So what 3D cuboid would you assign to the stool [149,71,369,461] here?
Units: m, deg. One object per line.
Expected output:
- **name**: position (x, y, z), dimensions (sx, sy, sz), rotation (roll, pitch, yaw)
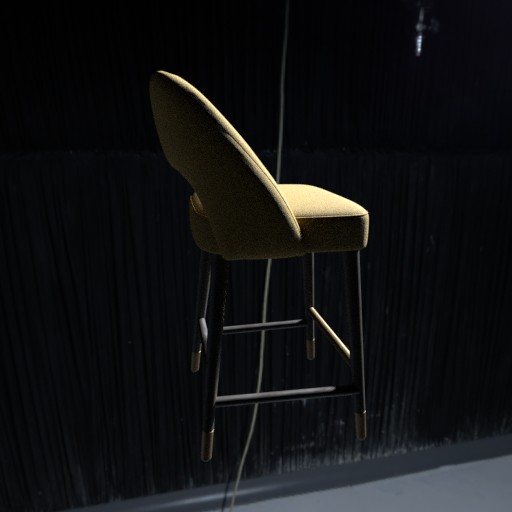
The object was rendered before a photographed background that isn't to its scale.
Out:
- **stool**: position (0.000, 0.000, 1.236), dimensions (0.522, 0.939, 0.536), rotation (-3, 17, -11)
